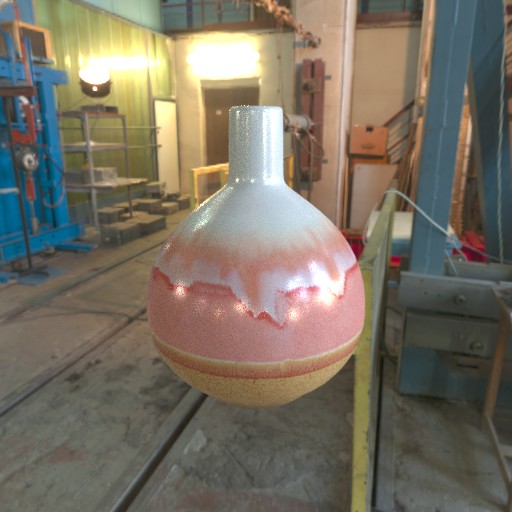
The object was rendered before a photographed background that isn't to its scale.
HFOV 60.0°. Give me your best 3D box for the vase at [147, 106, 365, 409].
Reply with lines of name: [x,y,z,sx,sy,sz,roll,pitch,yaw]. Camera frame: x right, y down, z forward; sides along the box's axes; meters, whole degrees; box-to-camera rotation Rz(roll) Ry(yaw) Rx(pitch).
vase: [0.000,0.000,0.277,0.137,0.176,0.137,0,16,0]
